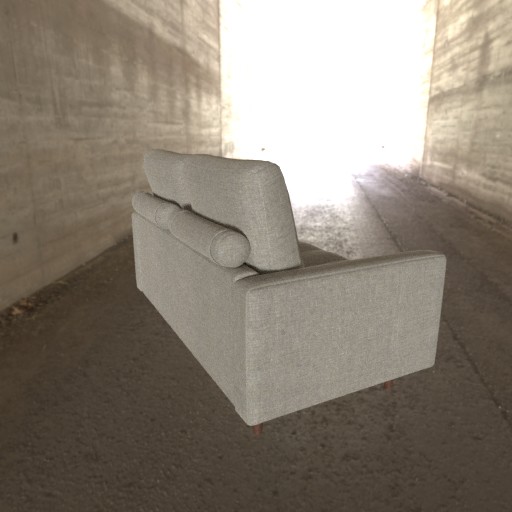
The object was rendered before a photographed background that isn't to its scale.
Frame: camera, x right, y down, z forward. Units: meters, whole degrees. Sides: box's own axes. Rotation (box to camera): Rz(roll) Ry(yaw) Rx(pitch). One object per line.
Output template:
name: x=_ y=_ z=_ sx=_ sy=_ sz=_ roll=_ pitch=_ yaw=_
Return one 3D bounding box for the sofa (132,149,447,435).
sofa: x=0.000 y=0.000 z=1.985 sx=0.842 sy=0.907 sz=1.407 roll=-8 pitch=17 yaw=-27
